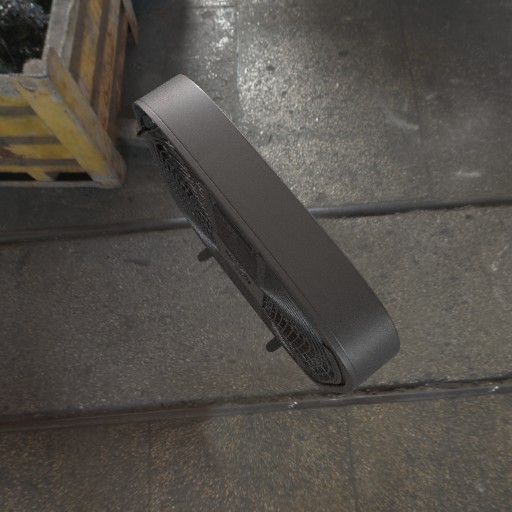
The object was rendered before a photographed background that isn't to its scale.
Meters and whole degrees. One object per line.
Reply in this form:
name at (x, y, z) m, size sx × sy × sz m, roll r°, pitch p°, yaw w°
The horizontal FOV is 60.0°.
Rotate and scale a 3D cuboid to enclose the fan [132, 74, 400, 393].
fan at (0.000, 0.000, 0.792) m, size 0.142 × 0.533 × 0.526 m, roll -36°, pitch 77°, yaw -9°
